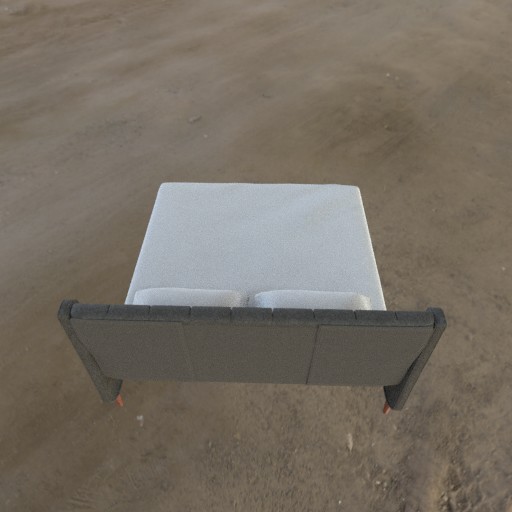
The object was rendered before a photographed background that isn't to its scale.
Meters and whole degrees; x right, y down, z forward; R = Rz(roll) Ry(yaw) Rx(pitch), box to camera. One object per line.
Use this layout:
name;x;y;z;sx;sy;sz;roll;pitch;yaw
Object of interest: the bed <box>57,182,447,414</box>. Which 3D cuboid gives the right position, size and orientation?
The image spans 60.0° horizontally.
bed;0.000;0.000;2.625;1.531;0.933;1.638;1;45;1
